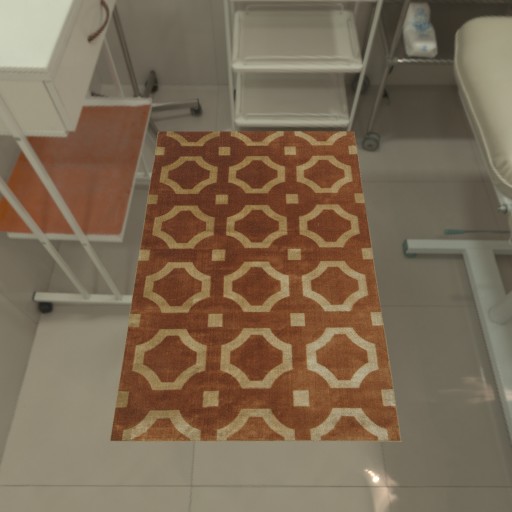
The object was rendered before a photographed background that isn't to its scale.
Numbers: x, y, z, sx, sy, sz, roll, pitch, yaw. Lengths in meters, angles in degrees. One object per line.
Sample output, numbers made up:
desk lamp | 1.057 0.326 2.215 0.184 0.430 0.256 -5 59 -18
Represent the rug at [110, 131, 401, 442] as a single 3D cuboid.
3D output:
rug | 0.000 0.000 2.932 1.555 0.016 2.286 0 60 0
